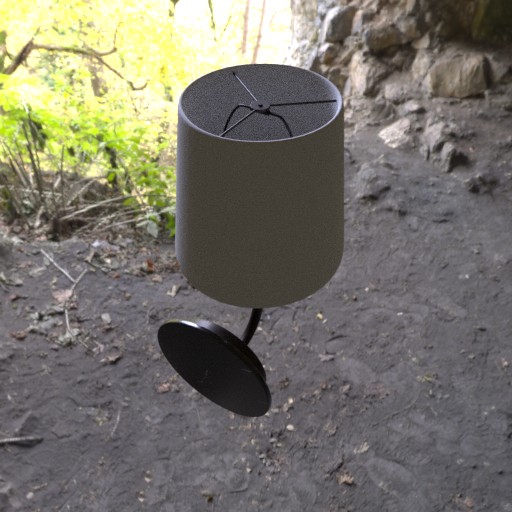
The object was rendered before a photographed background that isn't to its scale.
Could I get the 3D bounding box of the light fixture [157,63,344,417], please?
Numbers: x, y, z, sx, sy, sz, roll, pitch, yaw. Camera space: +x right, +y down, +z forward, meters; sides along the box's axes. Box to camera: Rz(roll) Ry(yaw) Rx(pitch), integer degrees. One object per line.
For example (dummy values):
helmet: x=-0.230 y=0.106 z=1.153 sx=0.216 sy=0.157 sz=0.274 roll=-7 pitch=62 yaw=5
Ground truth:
light fixture: x=0.000 y=0.000 z=0.457 sx=0.168 sy=0.337 sz=0.188 roll=24 pitch=50 yaw=21
